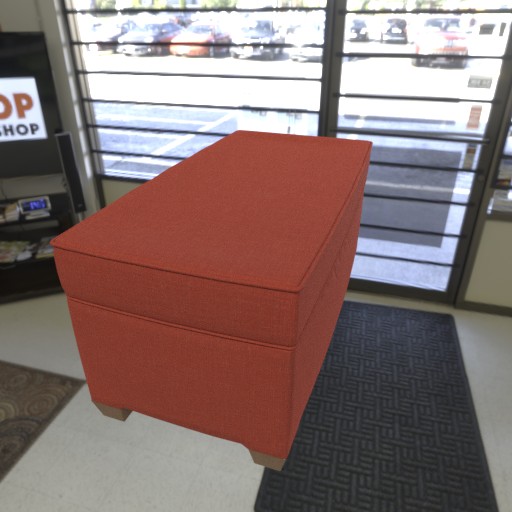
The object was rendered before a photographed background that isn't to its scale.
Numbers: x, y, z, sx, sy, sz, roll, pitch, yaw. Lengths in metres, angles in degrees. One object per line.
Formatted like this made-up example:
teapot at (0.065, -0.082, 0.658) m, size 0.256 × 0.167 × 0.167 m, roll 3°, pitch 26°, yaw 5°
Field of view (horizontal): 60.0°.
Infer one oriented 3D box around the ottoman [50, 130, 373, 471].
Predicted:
ottoman at (0.000, 0.000, 1.212) m, size 0.497 × 0.454 × 0.948 m, roll 10°, pitch 30°, yaw 17°
